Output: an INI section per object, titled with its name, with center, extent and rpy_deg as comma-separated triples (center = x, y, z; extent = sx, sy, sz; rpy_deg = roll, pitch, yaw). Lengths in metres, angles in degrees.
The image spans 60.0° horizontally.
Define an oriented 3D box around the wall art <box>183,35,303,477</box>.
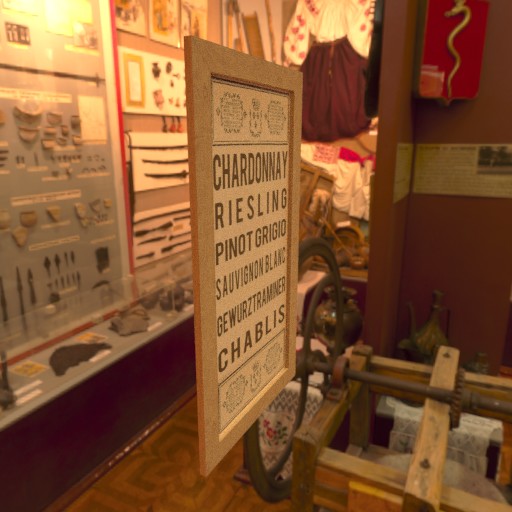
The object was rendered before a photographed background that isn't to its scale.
[wall art]
center = 0.000, 0.000, 0.828
extent = 0.013, 0.683, 0.381
rpy_deg = 8, 17, 27
